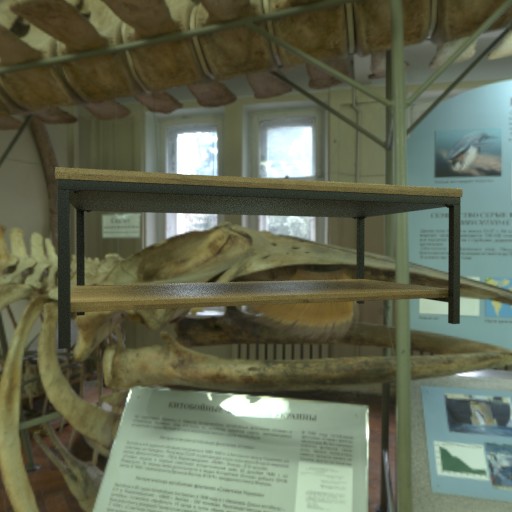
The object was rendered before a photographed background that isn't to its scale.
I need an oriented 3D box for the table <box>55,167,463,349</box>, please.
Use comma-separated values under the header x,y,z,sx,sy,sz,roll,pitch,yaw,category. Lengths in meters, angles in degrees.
x,y,z,sx,sy,sz,roll,pitch,yaw,category
0.000,0.000,1.401,1.100,0.399,0.551,0,1,-18,table
